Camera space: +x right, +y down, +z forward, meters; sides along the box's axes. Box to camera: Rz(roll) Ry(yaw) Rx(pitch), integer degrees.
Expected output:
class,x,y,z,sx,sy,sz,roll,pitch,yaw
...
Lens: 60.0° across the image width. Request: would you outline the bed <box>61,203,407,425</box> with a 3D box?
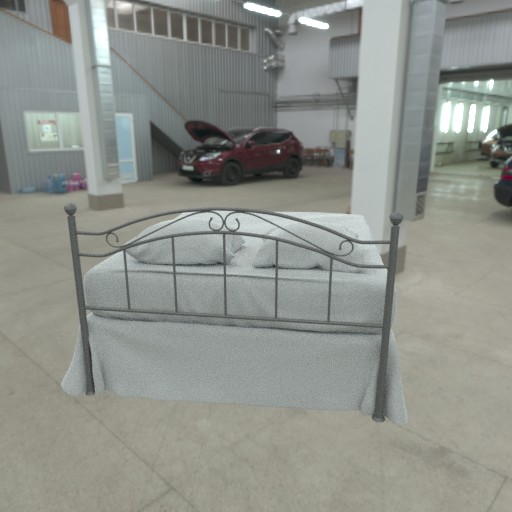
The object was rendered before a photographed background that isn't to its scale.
class,x,y,z,sx,sy,sz,roll,pitch,yaw
bed,0.000,0.000,3.253,1.936,1.080,2.215,2,16,8
